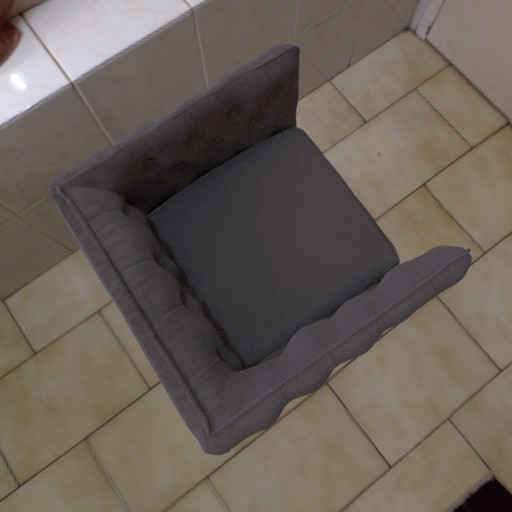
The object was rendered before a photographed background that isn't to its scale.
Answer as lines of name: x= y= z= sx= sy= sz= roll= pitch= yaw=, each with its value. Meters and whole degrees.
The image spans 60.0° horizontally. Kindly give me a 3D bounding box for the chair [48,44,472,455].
chair: x=0.000 y=0.000 z=1.609 sx=0.913 sy=0.807 sz=0.946 roll=-33 pitch=78 yaw=-8
